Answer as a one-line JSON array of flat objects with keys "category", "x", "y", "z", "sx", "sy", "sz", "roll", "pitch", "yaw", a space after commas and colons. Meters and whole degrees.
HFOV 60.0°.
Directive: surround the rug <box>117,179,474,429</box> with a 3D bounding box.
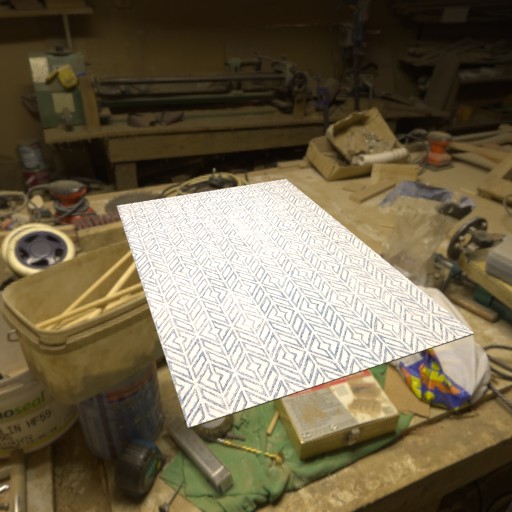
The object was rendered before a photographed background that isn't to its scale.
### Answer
[{"category": "rug", "x": 0.000, "y": 0.000, "z": 2.368, "sx": 1.220, "sy": 0.008, "sz": 1.824, "roll": -12, "pitch": 34, "yaw": -19}]
